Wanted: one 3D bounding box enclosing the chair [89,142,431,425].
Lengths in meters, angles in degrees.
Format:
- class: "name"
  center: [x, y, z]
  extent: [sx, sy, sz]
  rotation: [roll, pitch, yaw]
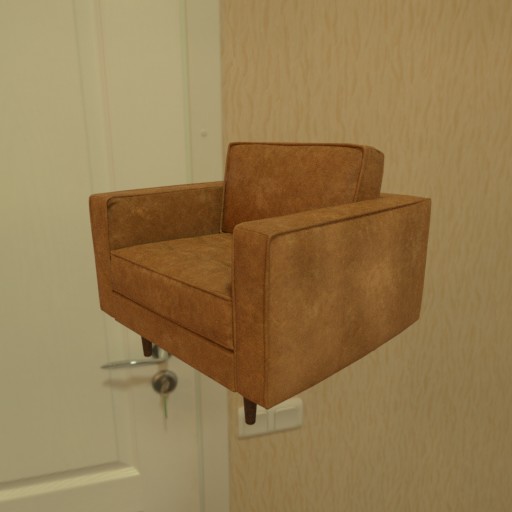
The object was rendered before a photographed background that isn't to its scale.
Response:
- class: "chair"
  center: [0.000, 0.000, 1.551]
  extent: [0.798, 0.767, 0.928]
  rotation: [-15, 21, -42]
